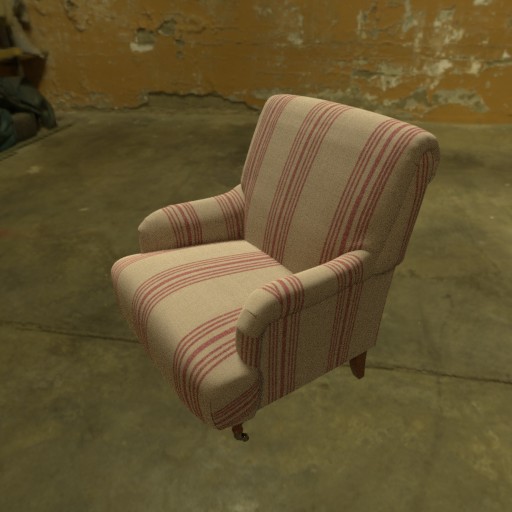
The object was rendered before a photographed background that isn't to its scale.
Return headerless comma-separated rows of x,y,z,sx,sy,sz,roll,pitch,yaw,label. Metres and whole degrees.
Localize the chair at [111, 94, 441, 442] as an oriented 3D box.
0.000,0.000,1.843,1.058,1.123,0.933,-19,35,-30,chair
